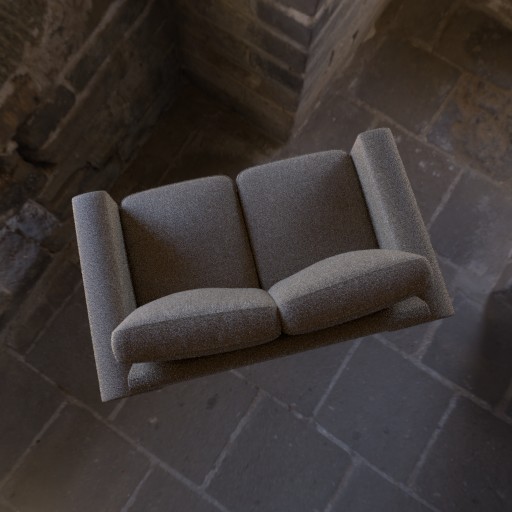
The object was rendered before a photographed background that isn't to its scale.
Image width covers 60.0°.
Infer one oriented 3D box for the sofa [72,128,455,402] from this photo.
[{"bbox_3d":[0.000,0.000,2.185,1.616,0.873,1.016,-13,76,-3],"label":"sofa"}]
